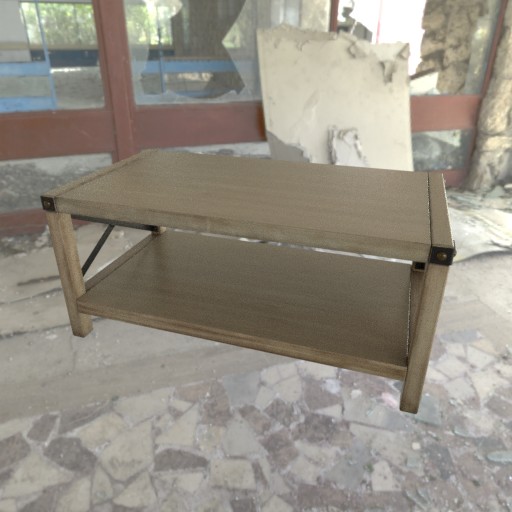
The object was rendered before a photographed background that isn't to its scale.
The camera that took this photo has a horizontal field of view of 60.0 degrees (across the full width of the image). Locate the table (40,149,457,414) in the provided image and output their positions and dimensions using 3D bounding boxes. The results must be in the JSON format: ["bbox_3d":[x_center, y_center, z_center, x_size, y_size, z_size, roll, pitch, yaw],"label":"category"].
[{"bbox_3d":[0.000,0.000,1.338,1.016,0.456,0.559,8,28,16],"label":"table"}]
